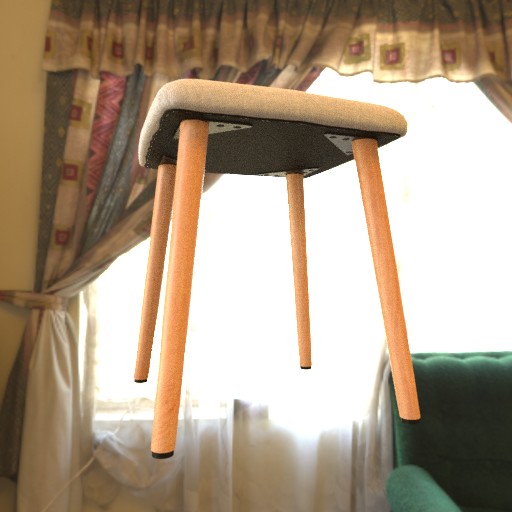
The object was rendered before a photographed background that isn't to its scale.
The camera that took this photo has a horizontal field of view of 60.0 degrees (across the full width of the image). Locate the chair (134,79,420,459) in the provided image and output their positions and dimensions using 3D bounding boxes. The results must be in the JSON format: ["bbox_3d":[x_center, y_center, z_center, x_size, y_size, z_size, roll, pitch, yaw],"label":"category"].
[{"bbox_3d":[0.000,0.000,0.689,0.350,0.440,0.350,0,-1,-19],"label":"chair"}]
